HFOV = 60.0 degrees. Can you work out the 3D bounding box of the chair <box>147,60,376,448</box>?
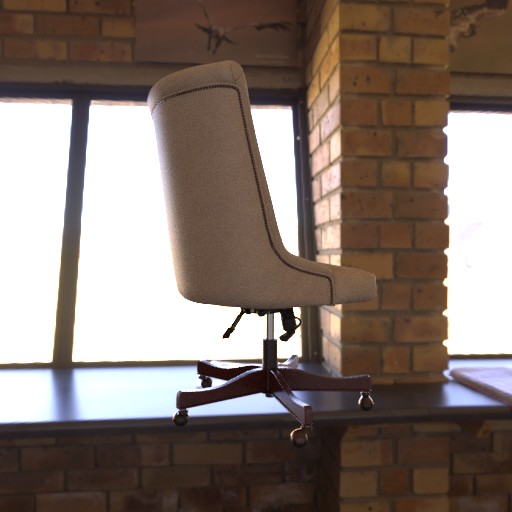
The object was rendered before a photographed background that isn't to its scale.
[{"bbox_3d":[0.000,0.000,1.450,0.696,1.010,0.645,0,0,-36],"label":"chair"}]
